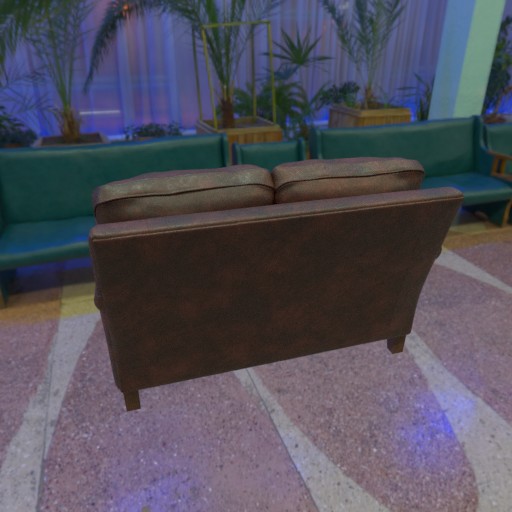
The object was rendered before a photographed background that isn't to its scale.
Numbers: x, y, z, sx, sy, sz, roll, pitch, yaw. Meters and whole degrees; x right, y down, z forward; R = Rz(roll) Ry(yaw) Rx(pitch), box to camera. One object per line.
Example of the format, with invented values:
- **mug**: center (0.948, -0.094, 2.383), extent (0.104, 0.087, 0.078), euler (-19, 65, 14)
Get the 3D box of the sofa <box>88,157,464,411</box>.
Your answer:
- **sofa**: center (0.000, 0.000, 2.346), extent (1.628, 1.070, 1.148), euler (-8, 28, -15)
